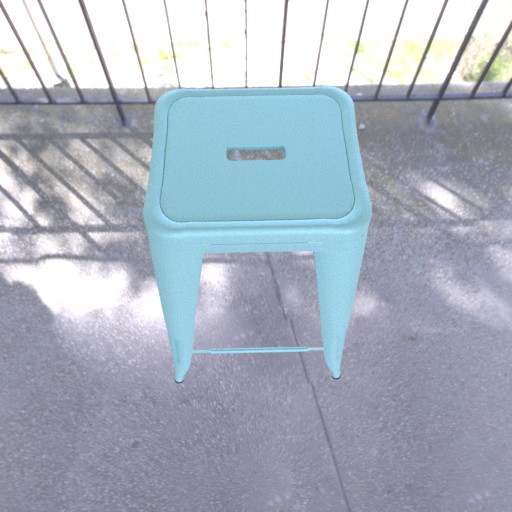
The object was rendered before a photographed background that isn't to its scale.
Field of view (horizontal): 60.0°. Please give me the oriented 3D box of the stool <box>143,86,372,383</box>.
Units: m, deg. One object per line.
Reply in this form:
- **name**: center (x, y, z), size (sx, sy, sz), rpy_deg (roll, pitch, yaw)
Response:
- **stool**: center (0.000, 0.000, 0.869), size (0.399, 0.609, 0.359), rpy_deg (-2, 62, -1)
